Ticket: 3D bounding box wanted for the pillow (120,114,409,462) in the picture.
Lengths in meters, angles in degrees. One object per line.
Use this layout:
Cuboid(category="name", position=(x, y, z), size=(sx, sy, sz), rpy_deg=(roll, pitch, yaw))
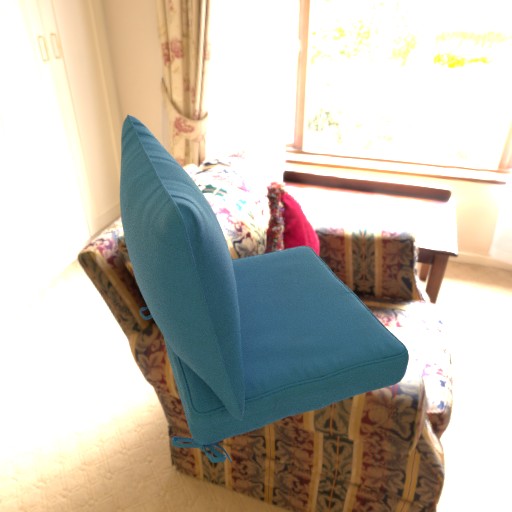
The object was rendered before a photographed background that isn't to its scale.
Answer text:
Cuboid(category="pillow", position=(0.000, 0.000, 1.336), size=(0.733, 0.725, 0.798), rpy_deg=(-11, 33, -18))
